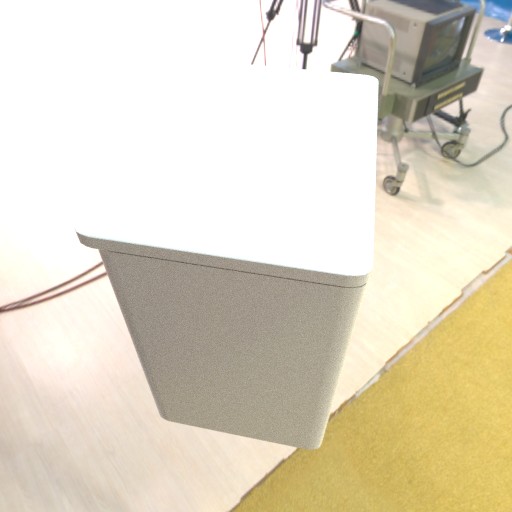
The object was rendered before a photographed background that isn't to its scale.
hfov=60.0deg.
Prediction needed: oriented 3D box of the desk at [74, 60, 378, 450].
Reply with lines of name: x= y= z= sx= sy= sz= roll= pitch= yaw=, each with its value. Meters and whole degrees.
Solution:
desk: x=0.000 y=0.000 z=1.318 sx=0.549 sy=0.800 sz=0.762 roll=8 pitch=47 yaw=8
